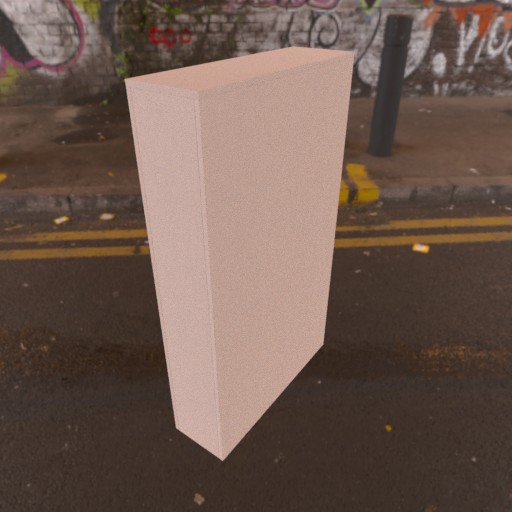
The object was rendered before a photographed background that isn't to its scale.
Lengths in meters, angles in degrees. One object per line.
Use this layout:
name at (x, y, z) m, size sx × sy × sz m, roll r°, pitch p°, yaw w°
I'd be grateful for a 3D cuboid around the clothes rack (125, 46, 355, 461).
clothes rack at (0.000, 0.000, 1.587) m, size 0.250 × 1.280 × 0.750 m, roll 21°, pitch 38°, yaw 30°
